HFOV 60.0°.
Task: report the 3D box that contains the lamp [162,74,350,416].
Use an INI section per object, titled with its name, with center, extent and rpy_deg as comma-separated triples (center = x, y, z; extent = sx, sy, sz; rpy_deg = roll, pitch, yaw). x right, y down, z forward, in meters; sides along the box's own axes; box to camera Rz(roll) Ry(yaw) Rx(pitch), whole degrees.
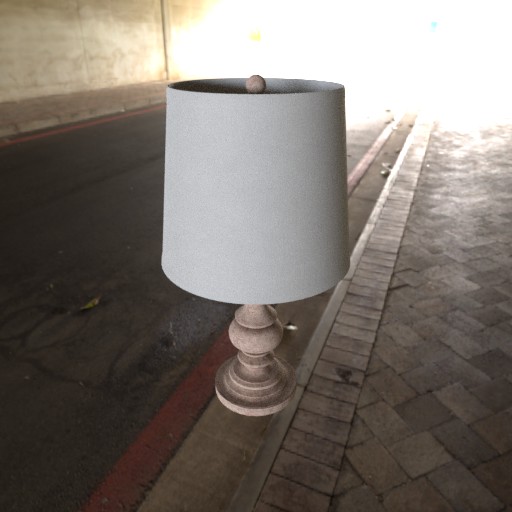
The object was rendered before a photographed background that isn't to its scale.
[lamp]
center = 0.000, 0.000, 0.653
extent = 0.273, 0.497, 0.273
rpy_deg = 0, 26, 0
